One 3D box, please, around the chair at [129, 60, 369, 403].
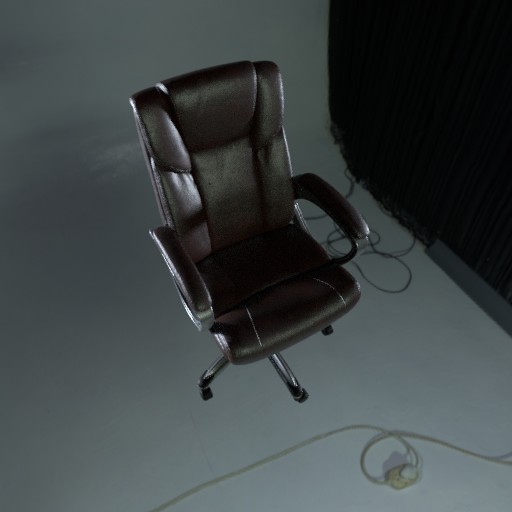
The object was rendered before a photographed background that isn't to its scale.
[{"bbox_3d":[0.000,0.000,1.591,0.656,1.128,0.692,-23,51,-21],"label":"chair"}]
